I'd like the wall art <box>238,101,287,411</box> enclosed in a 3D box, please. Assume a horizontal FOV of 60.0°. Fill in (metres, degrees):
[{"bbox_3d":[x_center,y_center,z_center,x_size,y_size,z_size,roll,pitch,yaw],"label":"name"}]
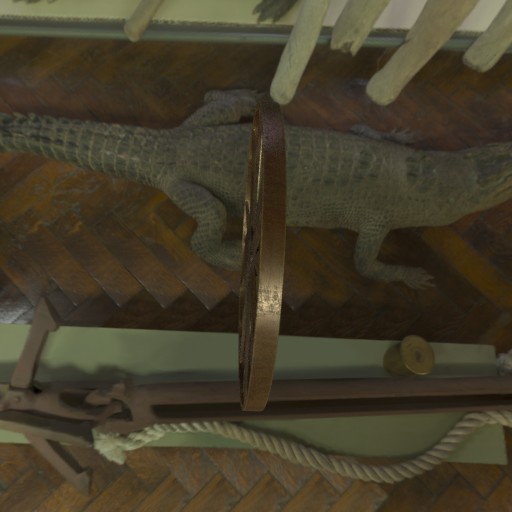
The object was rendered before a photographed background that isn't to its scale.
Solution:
[{"bbox_3d":[0.000,0.000,0.882,0.084,0.583,0.582,2,74,0],"label":"wall art"}]
